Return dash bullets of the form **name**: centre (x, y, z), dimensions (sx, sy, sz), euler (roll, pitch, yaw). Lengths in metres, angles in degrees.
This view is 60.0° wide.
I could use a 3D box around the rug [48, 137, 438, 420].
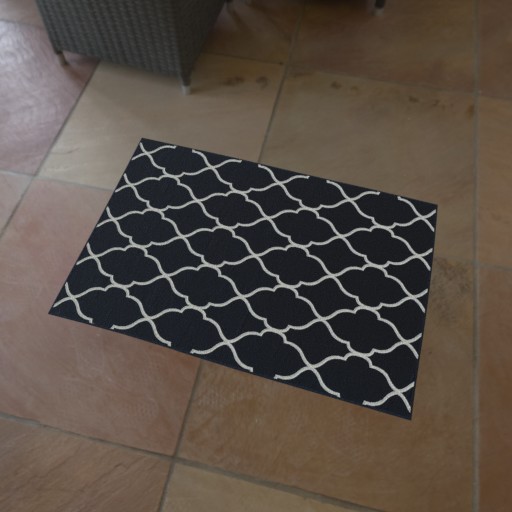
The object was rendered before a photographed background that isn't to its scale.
- **rug**: centre (0.000, 0.000, 2.978), dimensions (2.290, 0.014, 1.526), euler (14, 63, 7)
